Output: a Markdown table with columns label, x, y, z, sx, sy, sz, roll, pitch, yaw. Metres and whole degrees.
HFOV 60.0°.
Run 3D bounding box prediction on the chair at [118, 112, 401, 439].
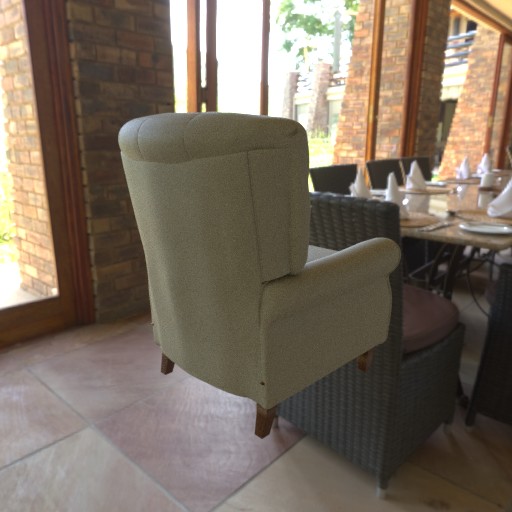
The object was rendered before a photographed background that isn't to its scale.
| label | x | y | z | sx | sy | sz | roll | pitch | yaw |
| --- | --- | --- | --- | --- | --- | --- | --- | --- | --- |
| chair | 0.000 | 0.000 | 1.928 | 1.059 | 1.158 | 0.943 | -14 | 20 | -42 |
